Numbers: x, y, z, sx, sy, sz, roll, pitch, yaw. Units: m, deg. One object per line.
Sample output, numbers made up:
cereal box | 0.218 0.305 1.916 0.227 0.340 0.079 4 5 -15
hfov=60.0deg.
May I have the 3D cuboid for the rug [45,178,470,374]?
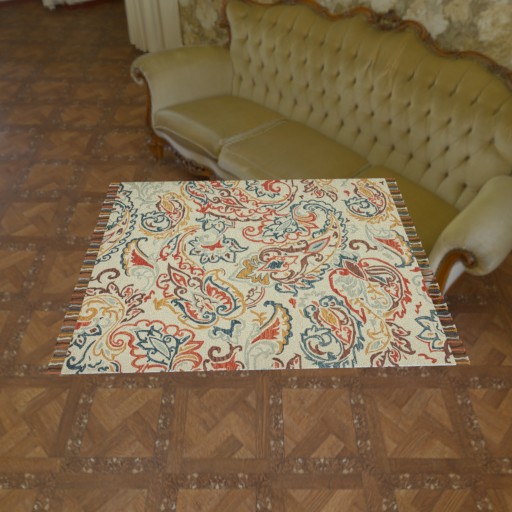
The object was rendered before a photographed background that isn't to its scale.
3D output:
rug | 0.000 0.000 4.261 3.274 0.015 2.439 -1 46 -1
